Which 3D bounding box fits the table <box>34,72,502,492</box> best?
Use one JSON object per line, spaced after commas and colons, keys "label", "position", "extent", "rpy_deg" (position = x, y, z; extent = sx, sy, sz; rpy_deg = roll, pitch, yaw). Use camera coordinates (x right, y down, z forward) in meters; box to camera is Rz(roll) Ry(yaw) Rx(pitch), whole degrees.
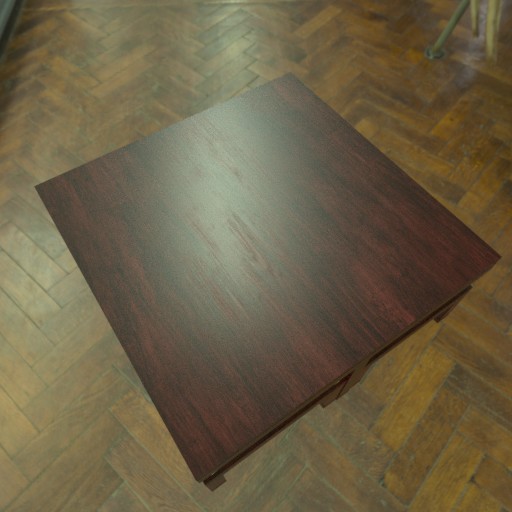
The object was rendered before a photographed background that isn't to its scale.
{"label": "table", "position": [0.000, 0.000, 1.293], "extent": [0.865, 0.356, 0.865], "rpy_deg": [-30, 63, -17]}
